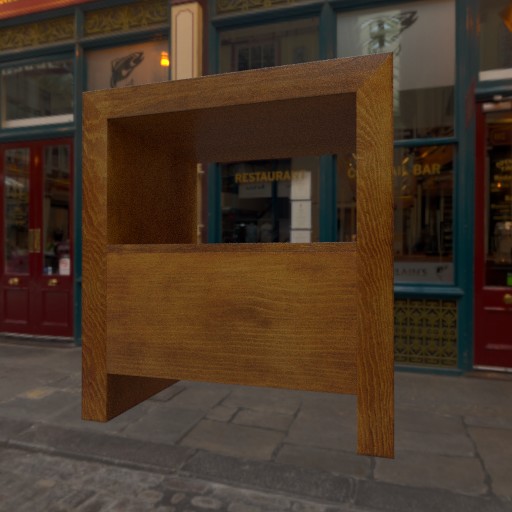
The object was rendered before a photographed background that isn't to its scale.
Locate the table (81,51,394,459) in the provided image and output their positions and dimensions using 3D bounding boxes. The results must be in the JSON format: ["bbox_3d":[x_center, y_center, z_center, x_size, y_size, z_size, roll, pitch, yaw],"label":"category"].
[{"bbox_3d":[0.000,0.000,0.929,0.550,0.605,0.400,0,-1,17],"label":"table"}]
